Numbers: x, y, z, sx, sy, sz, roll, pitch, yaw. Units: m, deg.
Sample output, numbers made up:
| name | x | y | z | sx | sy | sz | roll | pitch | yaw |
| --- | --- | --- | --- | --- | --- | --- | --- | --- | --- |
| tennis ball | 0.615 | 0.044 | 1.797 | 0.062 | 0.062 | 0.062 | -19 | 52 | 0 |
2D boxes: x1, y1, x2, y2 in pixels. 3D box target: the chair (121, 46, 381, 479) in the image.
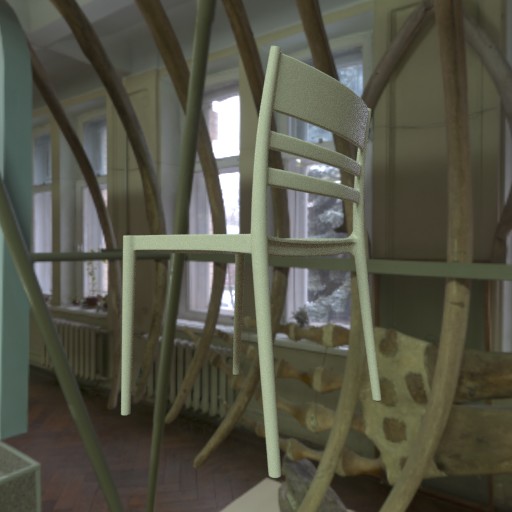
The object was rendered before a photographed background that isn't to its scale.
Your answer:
| name | x | y | z | sx | sy | sz | roll | pitch | yaw |
| --- | --- | --- | --- | --- | --- | --- | --- | --- | --- |
| chair | 0.000 | 0.000 | 1.148 | 0.511 | 0.800 | 0.531 | 1 | 1 | 36 |
